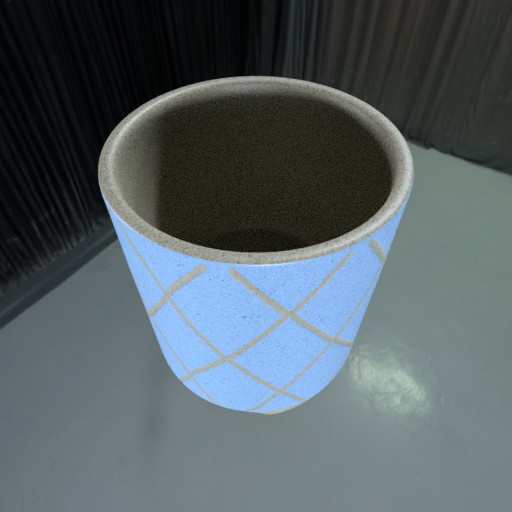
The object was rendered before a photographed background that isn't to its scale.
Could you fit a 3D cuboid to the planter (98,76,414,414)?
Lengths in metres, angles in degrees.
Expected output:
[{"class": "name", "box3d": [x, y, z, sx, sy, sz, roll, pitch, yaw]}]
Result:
[{"class": "planter", "box3d": [0.000, 0.000, 0.347, 0.191, 0.200, 0.191, 0, 48, 0]}]
